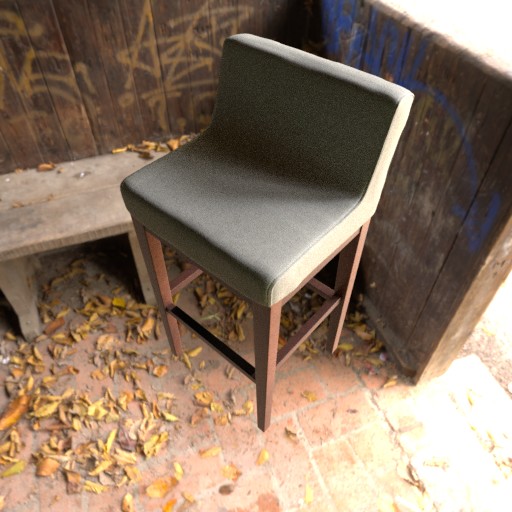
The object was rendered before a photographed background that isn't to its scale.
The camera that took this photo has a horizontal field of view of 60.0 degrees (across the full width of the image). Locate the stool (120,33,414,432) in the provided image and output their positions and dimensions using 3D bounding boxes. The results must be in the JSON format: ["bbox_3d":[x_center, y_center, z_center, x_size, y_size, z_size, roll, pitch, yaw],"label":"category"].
[{"bbox_3d":[0.000,0.000,1.310,0.511,1.037,0.500,33,55,27],"label":"stool"}]
